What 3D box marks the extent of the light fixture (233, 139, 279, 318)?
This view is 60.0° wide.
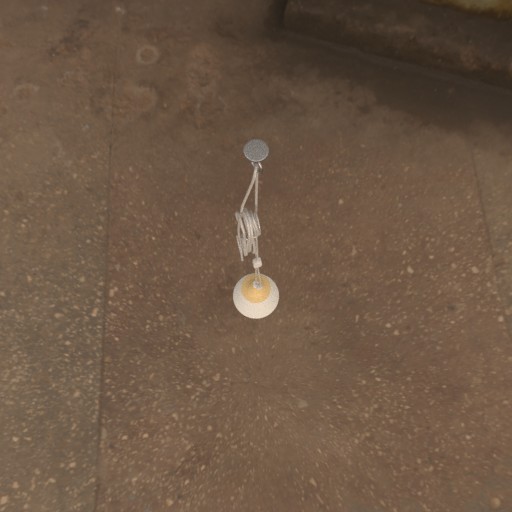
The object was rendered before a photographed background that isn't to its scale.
[{"bbox_3d":[0.000,0.000,1.018,0.153,0.966,0.153,-1,74,0],"label":"light fixture"}]
